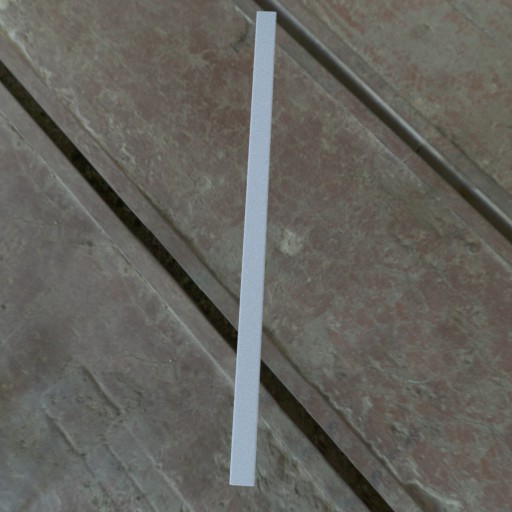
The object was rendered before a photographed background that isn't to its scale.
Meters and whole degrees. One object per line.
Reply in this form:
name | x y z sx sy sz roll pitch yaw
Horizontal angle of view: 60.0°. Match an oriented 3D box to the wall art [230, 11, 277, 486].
wall art | 0.000 0.000 1.400 0.051 0.761 1.138 3 77 1
